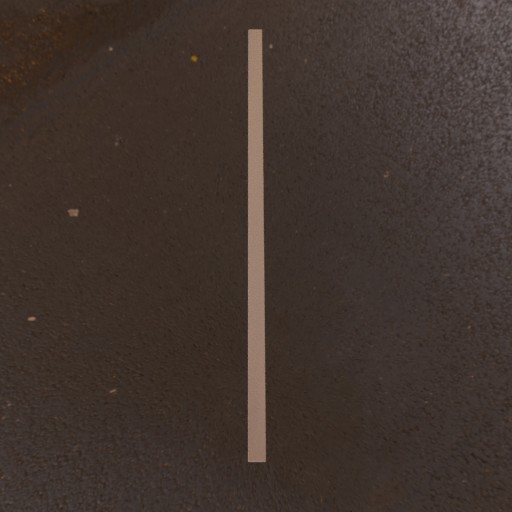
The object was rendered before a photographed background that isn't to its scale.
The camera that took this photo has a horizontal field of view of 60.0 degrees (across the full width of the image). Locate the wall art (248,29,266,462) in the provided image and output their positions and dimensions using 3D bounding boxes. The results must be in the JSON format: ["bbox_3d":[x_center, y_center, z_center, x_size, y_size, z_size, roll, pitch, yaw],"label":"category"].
[{"bbox_3d":[0.000,0.000,0.802,0.021,0.410,0.615,0,75,0],"label":"wall art"}]
